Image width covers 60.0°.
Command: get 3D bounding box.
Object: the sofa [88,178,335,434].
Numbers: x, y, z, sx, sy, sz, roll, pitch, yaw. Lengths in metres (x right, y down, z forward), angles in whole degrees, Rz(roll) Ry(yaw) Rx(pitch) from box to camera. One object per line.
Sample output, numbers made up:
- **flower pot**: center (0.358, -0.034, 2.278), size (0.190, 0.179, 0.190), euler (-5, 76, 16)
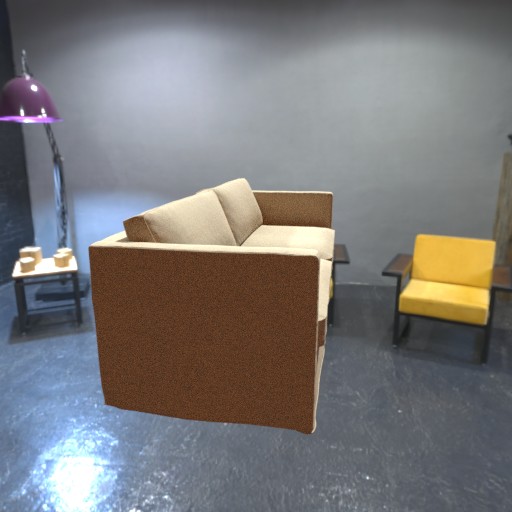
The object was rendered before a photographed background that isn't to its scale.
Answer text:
- **sofa**: center (0.000, 0.000, 2.829), size (0.962, 0.853, 2.312), euler (3, 14, 10)
